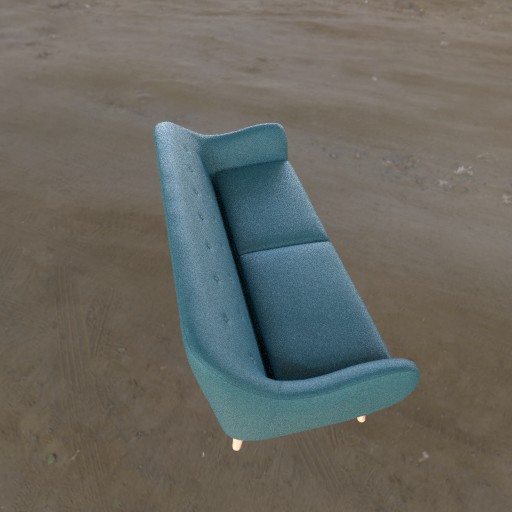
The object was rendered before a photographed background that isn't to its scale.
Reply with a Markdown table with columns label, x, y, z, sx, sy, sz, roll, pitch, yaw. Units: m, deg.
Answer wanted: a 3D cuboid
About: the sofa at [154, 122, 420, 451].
| label | x | y | z | sx | sy | sz | roll | pitch | yaw |
| --- | --- | --- | --- | --- | --- | --- | --- | --- | --- |
| sofa | 0.000 | 0.000 | 2.254 | 0.820 | 0.836 | 1.840 | -10 | 46 | -9 |
